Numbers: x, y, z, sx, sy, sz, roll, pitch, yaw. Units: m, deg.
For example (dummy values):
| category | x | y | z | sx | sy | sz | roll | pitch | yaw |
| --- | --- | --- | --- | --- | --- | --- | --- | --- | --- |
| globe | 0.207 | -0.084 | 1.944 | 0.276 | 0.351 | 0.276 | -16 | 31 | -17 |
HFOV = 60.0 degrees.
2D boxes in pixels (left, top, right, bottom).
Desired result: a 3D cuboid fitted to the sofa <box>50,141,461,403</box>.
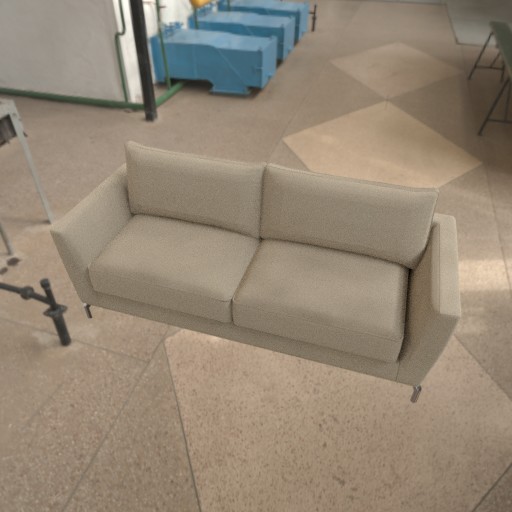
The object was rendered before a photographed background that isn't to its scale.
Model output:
| category | x | y | z | sx | sy | sz | roll | pitch | yaw |
| --- | --- | --- | --- | --- | --- | --- | --- | --- | --- |
| sofa | 0.000 | 0.000 | 2.708 | 2.214 | 1.005 | 0.868 | 11 | 41 | 13 |
